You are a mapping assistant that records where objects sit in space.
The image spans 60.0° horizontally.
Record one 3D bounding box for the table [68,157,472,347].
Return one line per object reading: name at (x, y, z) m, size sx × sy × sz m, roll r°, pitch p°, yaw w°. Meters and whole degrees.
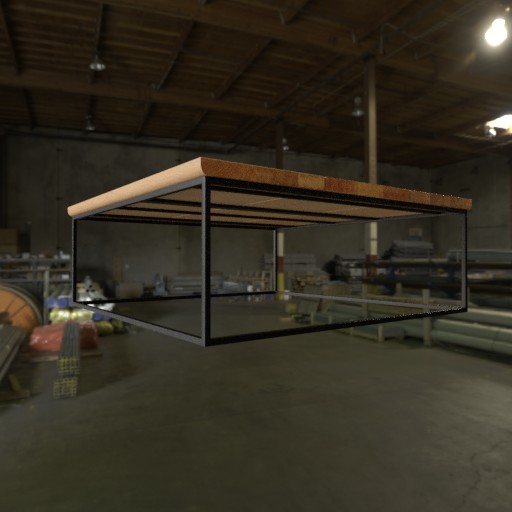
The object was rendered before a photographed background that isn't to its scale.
table at (0.000, 0.000, 1.694) m, size 1.100 × 0.400 × 1.100 m, roll 0°, pitch -1°, yaw -36°
